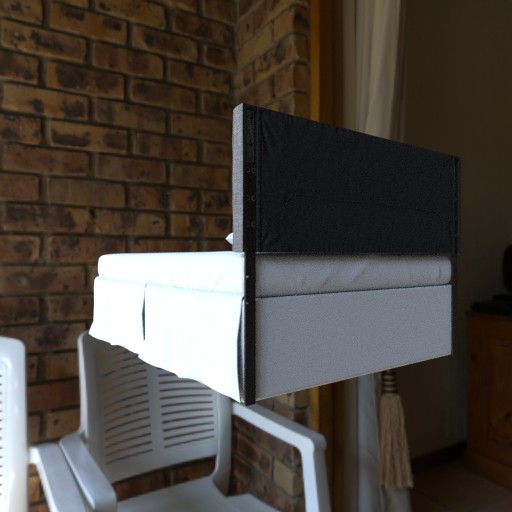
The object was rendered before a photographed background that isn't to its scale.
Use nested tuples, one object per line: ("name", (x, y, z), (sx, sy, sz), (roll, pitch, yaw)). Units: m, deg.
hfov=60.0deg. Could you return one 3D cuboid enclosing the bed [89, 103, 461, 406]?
("bed", (0.000, 0.000, 2.947), (1.621, 1.168, 1.958), (0, 0, -36))
